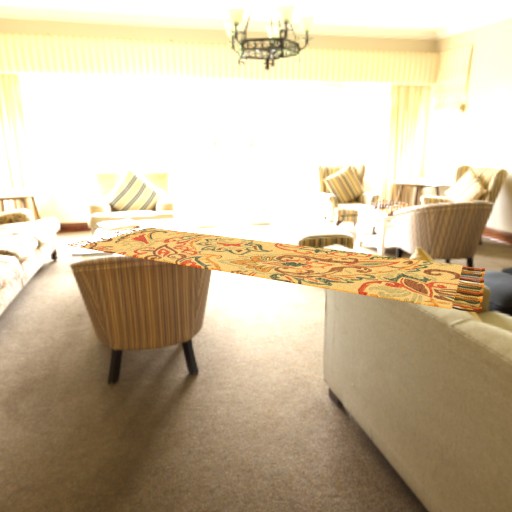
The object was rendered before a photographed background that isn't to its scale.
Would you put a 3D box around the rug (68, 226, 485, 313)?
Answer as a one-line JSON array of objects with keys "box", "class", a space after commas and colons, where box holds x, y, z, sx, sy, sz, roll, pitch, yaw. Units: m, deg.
[{"box": [0.000, 0.000, 2.913, 2.682, 0.015, 0.763, 8, 18, 26], "class": "rug"}]
